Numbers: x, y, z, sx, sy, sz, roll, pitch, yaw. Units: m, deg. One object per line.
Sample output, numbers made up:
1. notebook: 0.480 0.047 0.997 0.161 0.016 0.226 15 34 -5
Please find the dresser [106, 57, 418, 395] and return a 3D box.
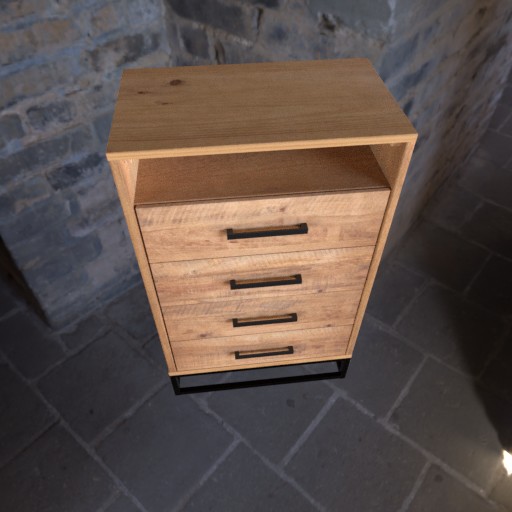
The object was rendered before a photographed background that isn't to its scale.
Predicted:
1. dresser: 0.000 0.000 1.659 0.761 1.240 0.479 -5 47 -4
